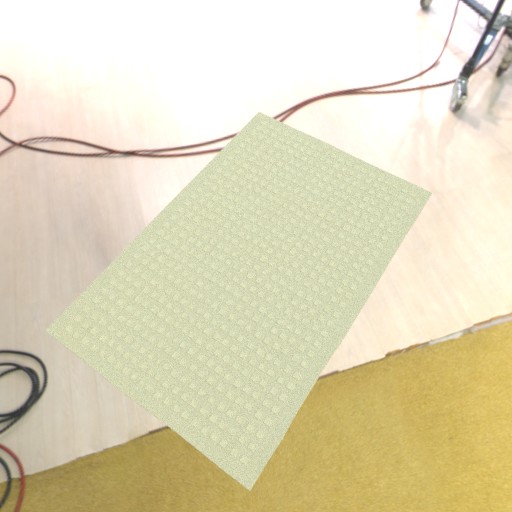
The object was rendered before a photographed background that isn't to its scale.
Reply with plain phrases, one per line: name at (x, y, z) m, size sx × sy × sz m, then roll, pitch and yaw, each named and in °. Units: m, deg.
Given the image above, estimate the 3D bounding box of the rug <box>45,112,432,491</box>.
rug at (0.000, 0.000, 2.221) m, size 1.143 × 0.006 × 1.747 m, roll 30°, pitch 64°, yaw 17°
